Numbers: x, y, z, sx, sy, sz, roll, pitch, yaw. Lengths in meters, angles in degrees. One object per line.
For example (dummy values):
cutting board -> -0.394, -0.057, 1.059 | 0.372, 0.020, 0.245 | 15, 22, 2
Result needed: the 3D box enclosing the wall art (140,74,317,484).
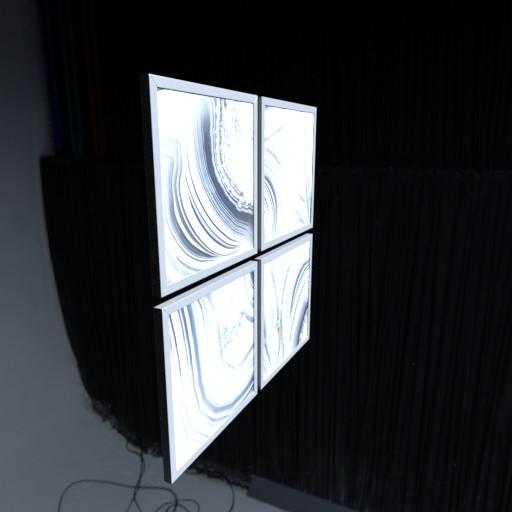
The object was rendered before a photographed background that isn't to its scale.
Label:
wall art -> 0.000, 0.000, 1.642 | 0.029, 1.118, 1.118 | 7, 16, 27
